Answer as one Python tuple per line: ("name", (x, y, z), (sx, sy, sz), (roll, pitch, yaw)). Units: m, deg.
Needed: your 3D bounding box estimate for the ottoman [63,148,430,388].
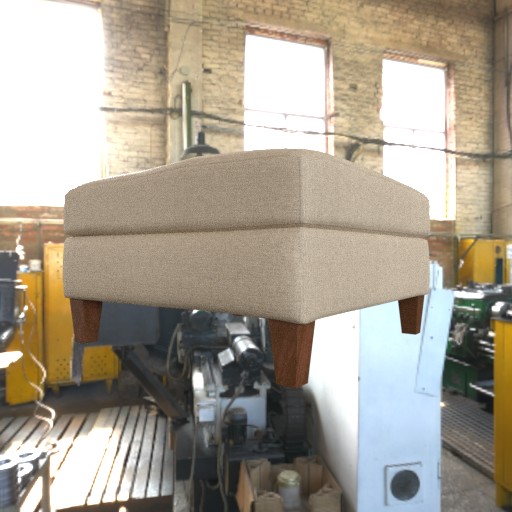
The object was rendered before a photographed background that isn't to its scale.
("ottoman", (0.000, 0.000, 1.376), (0.838, 0.503, 0.838), (0, 0, 37))
